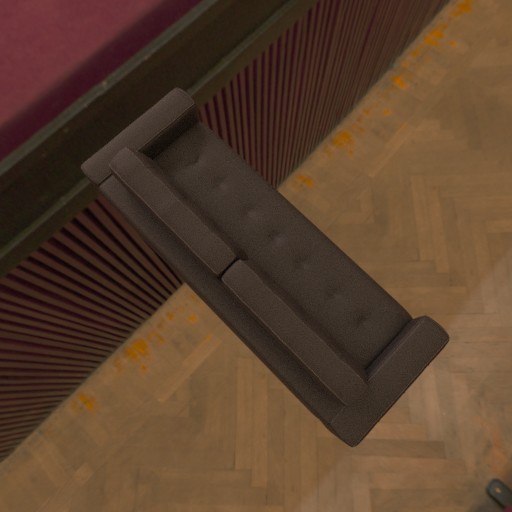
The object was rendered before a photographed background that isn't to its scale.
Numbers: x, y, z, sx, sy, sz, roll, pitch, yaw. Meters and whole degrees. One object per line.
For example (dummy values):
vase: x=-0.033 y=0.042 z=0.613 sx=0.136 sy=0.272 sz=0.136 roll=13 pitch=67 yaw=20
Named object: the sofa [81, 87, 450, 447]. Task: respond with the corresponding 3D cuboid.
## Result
sofa: x=0.000 y=0.000 z=2.738 sx=0.833 sy=0.893 sz=2.275 roll=-44 pitch=79 yaw=-10
